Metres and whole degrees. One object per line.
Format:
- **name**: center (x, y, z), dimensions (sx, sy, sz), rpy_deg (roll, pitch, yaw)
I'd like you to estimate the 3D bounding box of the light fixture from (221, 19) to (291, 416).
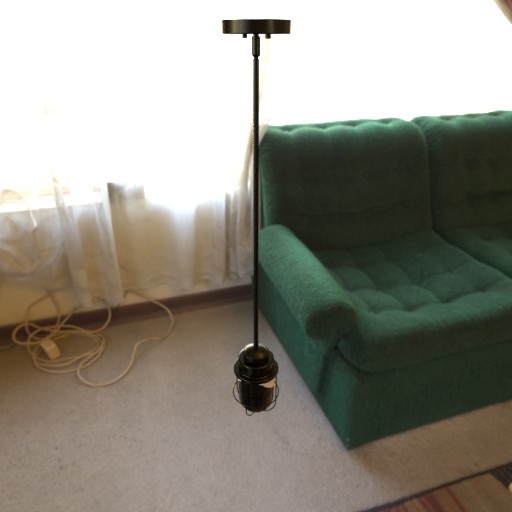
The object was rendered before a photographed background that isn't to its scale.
- **light fixture**: center (0.000, 0.000, 0.978), dimensions (0.123, 0.920, 0.123), rpy_deg (-18, 32, -31)
